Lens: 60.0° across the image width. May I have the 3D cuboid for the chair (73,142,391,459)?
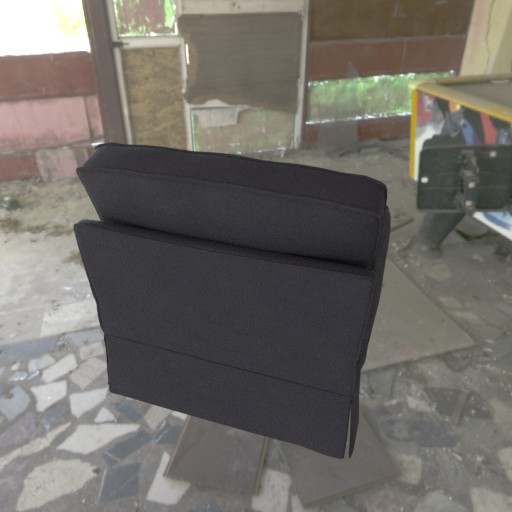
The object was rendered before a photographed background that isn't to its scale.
[{"bbox_3d":[0.000,0.000,1.973,1.119,1.140,1.002,10,34,16],"label":"chair"}]
